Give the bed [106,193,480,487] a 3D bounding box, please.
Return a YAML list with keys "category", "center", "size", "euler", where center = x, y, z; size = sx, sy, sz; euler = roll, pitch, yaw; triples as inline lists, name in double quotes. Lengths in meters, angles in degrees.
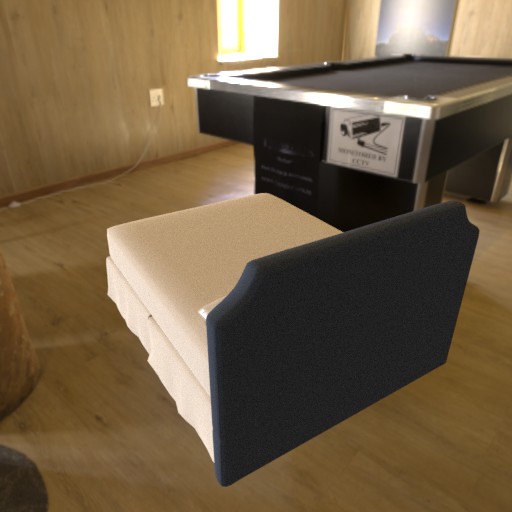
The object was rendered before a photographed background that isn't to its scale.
- category: "bed"
  center: [0.000, 0.000, 3.288]
  size: [1.831, 1.297, 2.260]
  euler: [-17, 33, -28]
